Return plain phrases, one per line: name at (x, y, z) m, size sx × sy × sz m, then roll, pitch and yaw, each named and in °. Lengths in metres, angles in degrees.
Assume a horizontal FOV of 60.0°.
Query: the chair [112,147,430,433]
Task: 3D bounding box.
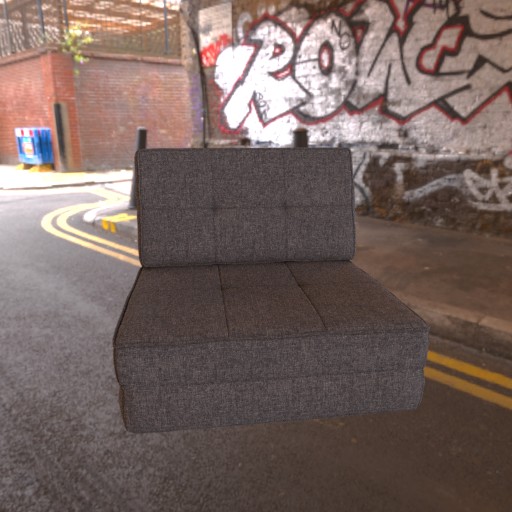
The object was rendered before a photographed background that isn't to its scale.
chair at (0.000, 0.000, 1.328) m, size 0.740 × 0.615 × 0.800 m, roll -2°, pitch 16°, yaw -7°
